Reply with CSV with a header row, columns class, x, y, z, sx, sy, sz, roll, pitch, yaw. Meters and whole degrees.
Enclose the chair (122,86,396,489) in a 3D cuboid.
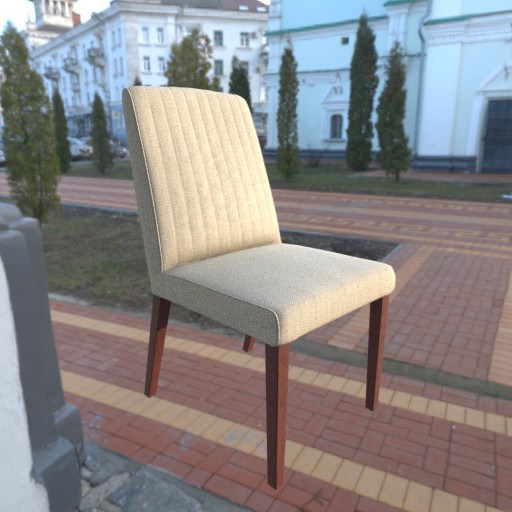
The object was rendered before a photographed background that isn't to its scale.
class,x,y,z,sx,sy,sz,roll,pitch,yaw
chair,0.000,0.000,1.209,0.594,0.900,0.480,14,20,43
